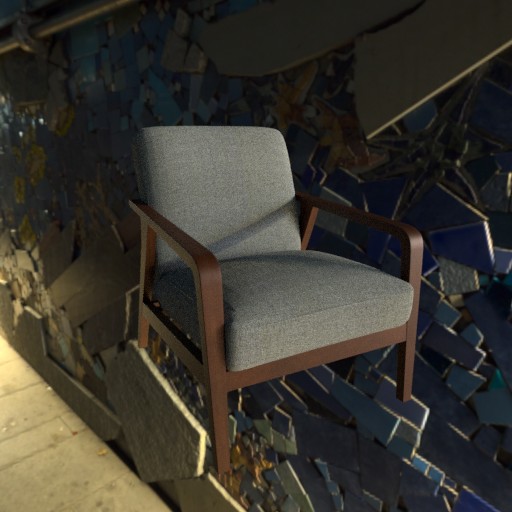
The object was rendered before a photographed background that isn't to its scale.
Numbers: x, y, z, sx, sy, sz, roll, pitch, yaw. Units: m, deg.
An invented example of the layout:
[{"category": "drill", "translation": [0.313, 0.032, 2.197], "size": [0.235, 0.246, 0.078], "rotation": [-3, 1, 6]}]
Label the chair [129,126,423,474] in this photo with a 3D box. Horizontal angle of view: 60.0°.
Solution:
[{"category": "chair", "translation": [0.000, 0.000, 1.494], "size": [0.704, 0.847, 0.858], "rotation": [-8, 18, -28]}]
